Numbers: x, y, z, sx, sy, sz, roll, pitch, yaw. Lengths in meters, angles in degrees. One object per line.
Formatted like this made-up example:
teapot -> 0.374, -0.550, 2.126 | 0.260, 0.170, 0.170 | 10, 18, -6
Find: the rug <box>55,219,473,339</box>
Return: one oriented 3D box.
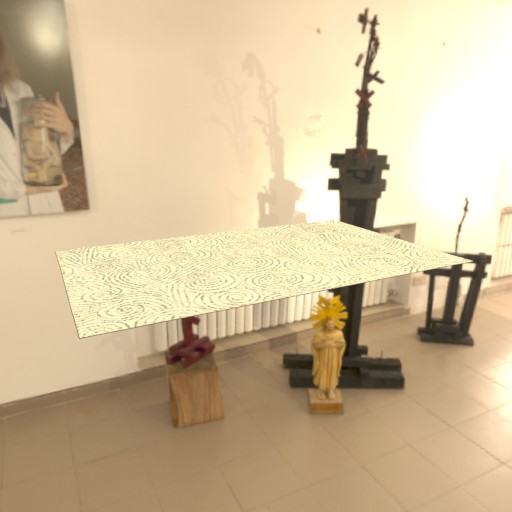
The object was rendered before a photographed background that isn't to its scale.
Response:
rug -> 0.000, 0.000, 3.035 | 2.439, 0.005, 1.524 | -8, 18, -26
